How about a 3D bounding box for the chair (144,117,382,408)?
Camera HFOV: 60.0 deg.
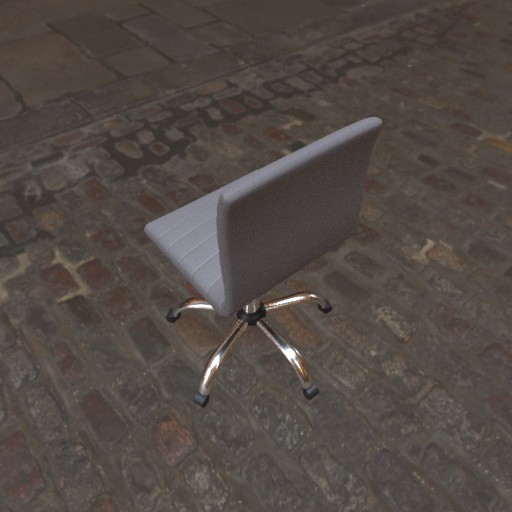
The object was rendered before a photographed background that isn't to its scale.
[{"bbox_3d":[0.000,0.000,1.143,0.556,0.780,0.530,-31,54,-26],"label":"chair"}]
